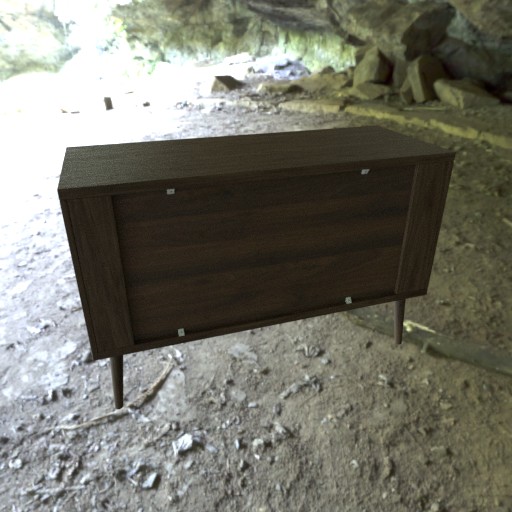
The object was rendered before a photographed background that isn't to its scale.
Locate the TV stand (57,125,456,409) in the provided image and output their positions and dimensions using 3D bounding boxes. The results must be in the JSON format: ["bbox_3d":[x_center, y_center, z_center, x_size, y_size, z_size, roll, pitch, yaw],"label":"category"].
[{"bbox_3d":[0.000,0.000,1.364,0.990,0.660,0.405,-9,28,-16],"label":"TV stand"}]
